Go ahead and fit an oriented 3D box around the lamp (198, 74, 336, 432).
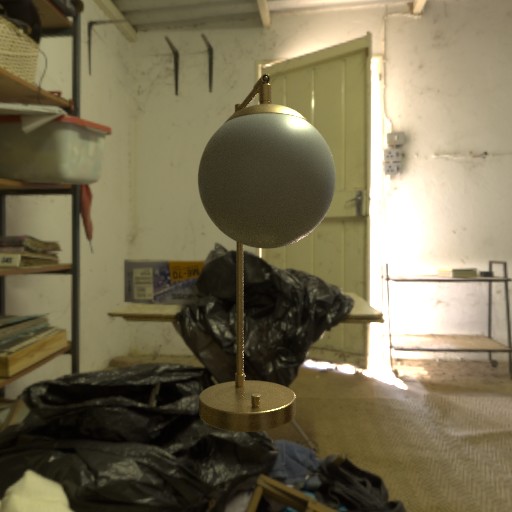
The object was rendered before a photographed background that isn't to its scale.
[{"bbox_3d":[0.000,0.000,0.729,0.207,0.559,0.324,0,1,-16],"label":"lamp"}]
